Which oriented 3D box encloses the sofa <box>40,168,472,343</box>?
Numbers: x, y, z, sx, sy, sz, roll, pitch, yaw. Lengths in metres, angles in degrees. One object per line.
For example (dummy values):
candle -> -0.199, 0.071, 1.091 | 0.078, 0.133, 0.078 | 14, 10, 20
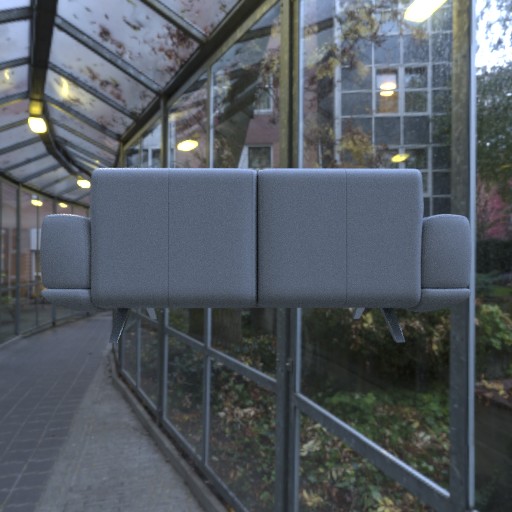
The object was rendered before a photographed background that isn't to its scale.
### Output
sofa -> 0.000, 0.000, 2.367 | 1.901, 0.772, 0.900 | 0, -1, -1
